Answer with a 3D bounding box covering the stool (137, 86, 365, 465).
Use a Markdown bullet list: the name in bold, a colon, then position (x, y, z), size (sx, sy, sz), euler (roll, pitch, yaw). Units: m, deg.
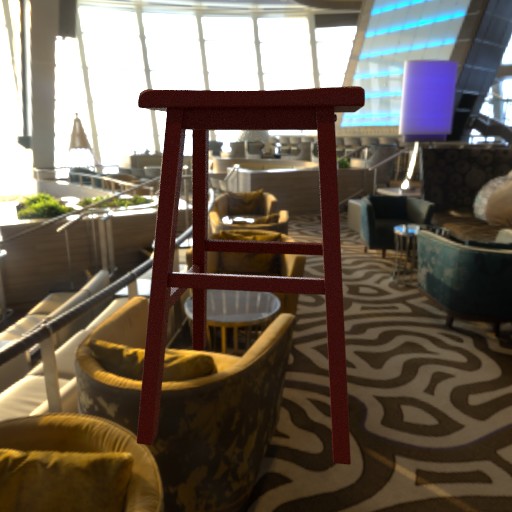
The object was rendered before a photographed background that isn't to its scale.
- **stool**: position (0.000, 0.000, 1.064), size (0.457, 0.737, 0.476), euler (2, 15, 8)
